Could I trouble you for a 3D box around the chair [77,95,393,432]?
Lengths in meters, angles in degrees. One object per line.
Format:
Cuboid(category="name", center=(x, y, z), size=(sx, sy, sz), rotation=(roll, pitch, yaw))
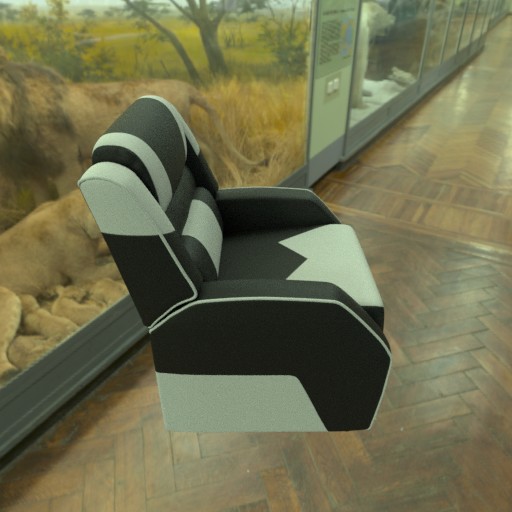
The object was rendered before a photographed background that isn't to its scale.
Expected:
Cuboid(category="chair", center=(0.000, 0.000, 1.261), size=(0.672, 0.805, 0.620), rotation=(0, 32, 0))
